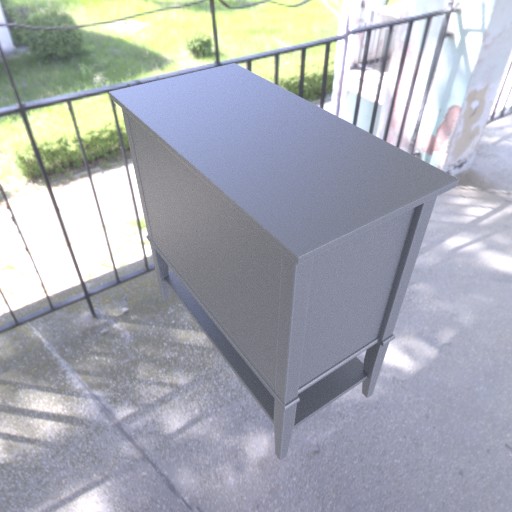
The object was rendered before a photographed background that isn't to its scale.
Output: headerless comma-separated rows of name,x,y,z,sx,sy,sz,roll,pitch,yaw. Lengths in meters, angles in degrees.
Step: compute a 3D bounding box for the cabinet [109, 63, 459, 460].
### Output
cabinet,0.000,0.000,1.271,0.396,0.780,0.801,-25,47,-25
